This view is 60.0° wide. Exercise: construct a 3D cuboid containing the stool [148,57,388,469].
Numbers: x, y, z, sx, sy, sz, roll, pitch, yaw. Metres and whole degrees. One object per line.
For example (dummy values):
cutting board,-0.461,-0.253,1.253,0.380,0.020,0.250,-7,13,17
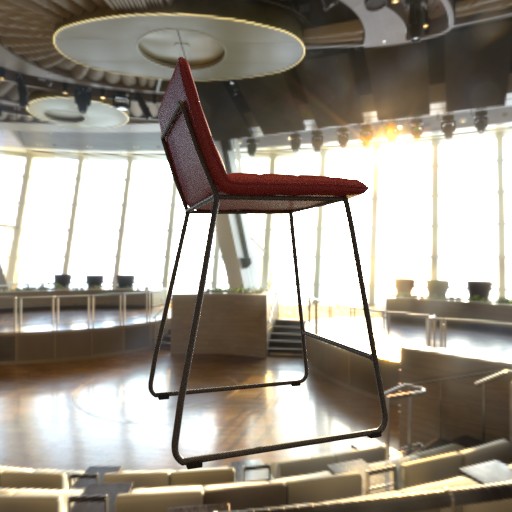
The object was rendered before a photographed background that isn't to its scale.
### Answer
stool,0.000,0.000,1.201,0.524,0.866,0.489,0,0,-19
